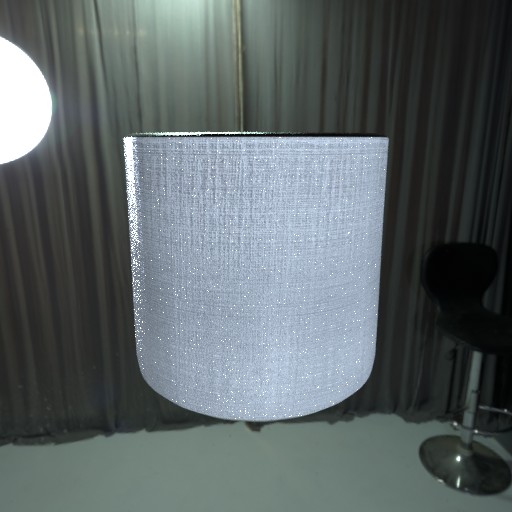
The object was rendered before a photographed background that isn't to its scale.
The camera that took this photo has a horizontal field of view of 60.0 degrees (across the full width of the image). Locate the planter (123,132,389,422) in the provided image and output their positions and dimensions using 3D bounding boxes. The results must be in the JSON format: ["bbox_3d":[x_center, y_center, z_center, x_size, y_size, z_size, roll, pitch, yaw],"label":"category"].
[{"bbox_3d":[0.000,0.000,0.293,0.160,0.156,0.160,0,15,0],"label":"planter"}]
